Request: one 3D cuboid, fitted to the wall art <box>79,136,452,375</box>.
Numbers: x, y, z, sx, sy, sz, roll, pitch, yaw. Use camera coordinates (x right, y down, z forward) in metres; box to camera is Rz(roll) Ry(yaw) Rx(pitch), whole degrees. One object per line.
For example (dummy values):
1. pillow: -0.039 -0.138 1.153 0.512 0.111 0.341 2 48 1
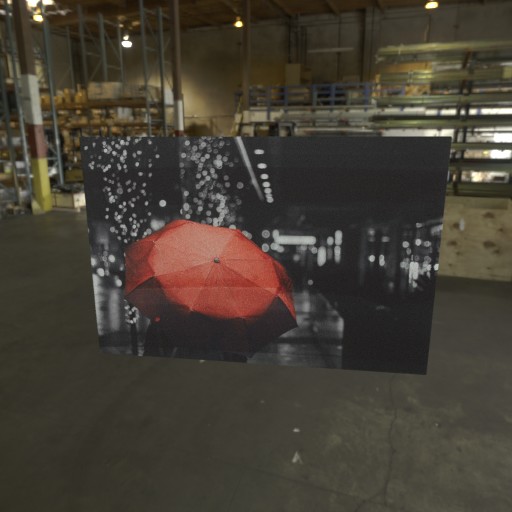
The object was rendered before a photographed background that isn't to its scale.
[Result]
1. wall art: 0.000 0.000 1.171 0.914 0.609 0.038 2 15 8
